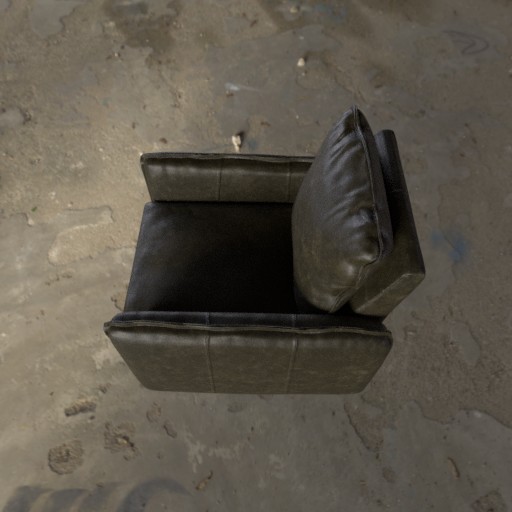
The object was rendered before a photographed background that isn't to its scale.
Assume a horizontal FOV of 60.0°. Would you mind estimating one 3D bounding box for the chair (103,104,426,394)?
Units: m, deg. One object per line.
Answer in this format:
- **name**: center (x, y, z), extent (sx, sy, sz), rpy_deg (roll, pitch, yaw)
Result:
- **chair**: center (0.000, 0.000, 1.624), extent (0.921, 0.921, 0.830), rpy_deg (1, 57, 1)
